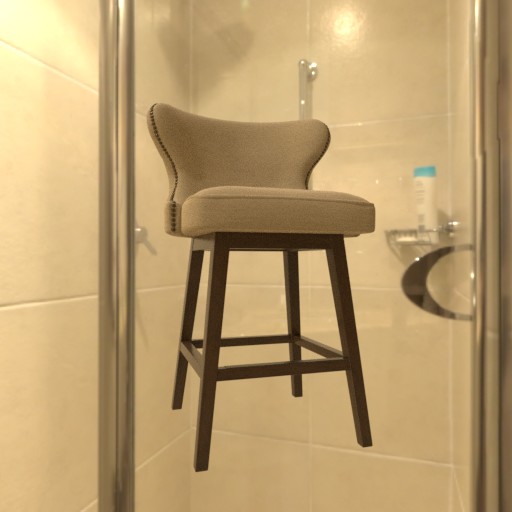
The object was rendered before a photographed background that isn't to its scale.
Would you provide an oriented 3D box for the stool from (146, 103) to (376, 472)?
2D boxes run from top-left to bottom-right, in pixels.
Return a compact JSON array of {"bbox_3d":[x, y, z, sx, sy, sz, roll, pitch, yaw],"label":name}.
[{"bbox_3d":[0.000,0.000,1.312,0.615,0.972,0.597,0,-1,-18],"label":"stool"}]
